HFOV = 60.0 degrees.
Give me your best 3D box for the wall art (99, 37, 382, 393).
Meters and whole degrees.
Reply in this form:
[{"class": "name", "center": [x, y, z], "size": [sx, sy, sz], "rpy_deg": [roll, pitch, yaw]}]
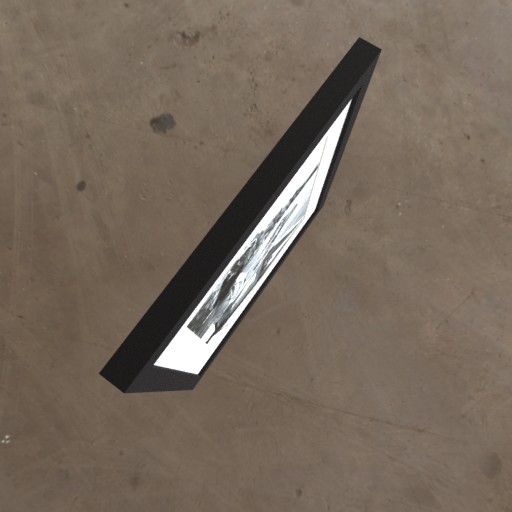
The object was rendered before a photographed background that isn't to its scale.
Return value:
[{"class": "wall art", "center": [0.000, 0.000, 0.679], "size": [0.030, 0.458, 0.462], "rpy_deg": [34, 76, 9]}]
